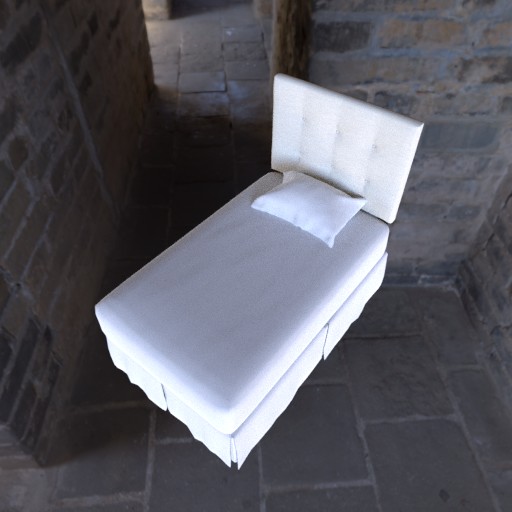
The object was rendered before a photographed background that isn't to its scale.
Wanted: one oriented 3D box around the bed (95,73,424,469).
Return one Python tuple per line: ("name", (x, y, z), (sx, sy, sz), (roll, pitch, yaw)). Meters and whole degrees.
("bed", (0.000, 0.000, 3.047), (1.261, 1.571, 1.997), (30, 54, 25))
